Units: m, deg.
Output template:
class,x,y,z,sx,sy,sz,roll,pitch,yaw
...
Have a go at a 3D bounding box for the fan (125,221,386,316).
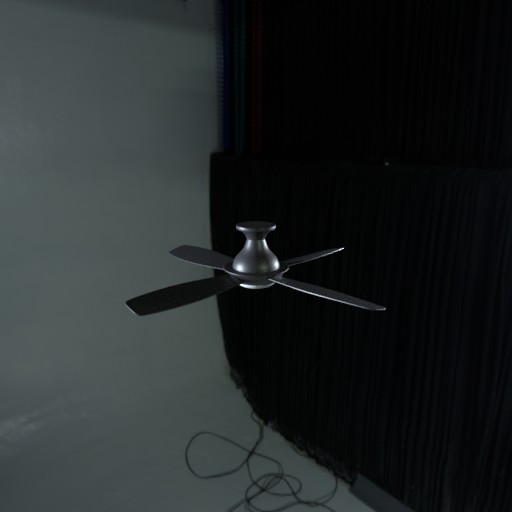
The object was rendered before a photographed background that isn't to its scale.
class,x,y,z,sx,sy,sz,roll,pitch,yaw
fan,0.000,0.000,2.665,1.694,0.382,1.694,-14,21,-43
